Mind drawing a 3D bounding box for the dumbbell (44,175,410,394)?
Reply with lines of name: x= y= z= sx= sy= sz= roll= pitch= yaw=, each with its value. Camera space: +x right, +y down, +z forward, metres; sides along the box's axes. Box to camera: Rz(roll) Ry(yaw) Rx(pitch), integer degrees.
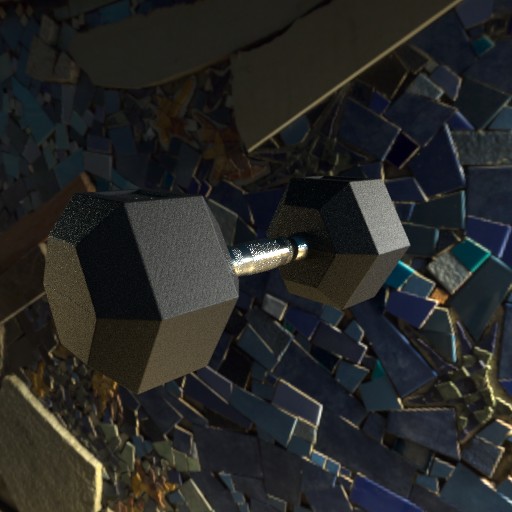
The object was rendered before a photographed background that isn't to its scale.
dumbbell: x=0.000 y=0.000 z=0.428 sx=0.361 sy=0.137 sz=0.157 roll=-13 pitch=19 yaw=-42
